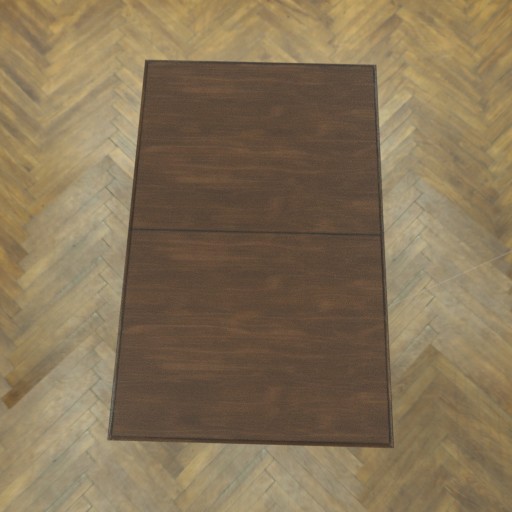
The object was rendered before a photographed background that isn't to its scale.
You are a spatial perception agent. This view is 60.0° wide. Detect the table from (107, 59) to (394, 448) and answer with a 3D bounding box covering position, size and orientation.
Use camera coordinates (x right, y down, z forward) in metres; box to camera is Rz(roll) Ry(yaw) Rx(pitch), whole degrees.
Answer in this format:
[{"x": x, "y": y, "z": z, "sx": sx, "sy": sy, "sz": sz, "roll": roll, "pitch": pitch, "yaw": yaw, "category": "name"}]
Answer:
[{"x": 0.000, "y": 0.000, "z": 2.074, "sx": 0.990, "sy": 0.761, "sz": 1.524, "roll": 1, "pitch": 76, "yaw": 0, "category": "table"}]
